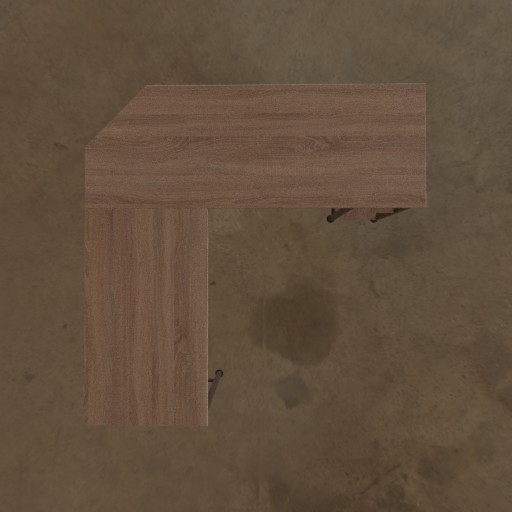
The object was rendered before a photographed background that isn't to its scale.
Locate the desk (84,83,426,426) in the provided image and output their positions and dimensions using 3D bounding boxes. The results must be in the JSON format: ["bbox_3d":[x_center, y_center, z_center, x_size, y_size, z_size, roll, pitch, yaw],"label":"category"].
[{"bbox_3d":[0.000,0.000,2.158,1.379,0.739,1.379,0,89,1],"label":"desk"}]
